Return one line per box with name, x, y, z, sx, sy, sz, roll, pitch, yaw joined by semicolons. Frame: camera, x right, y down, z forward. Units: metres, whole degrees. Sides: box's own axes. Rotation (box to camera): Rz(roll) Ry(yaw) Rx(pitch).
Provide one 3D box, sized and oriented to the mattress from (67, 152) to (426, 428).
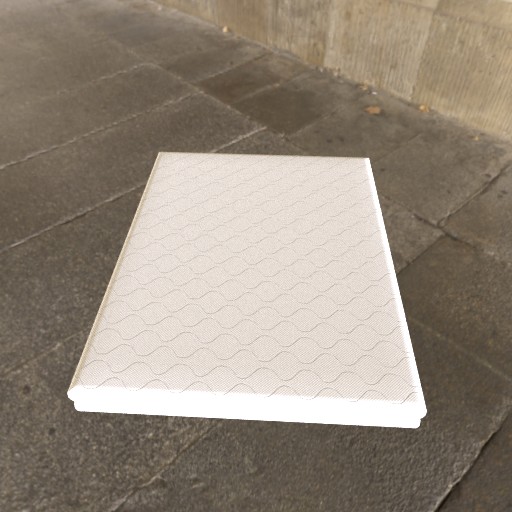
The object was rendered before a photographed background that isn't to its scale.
mattress;0.000;0.000;2.716;1.600;0.200;2.000;2;45;2
